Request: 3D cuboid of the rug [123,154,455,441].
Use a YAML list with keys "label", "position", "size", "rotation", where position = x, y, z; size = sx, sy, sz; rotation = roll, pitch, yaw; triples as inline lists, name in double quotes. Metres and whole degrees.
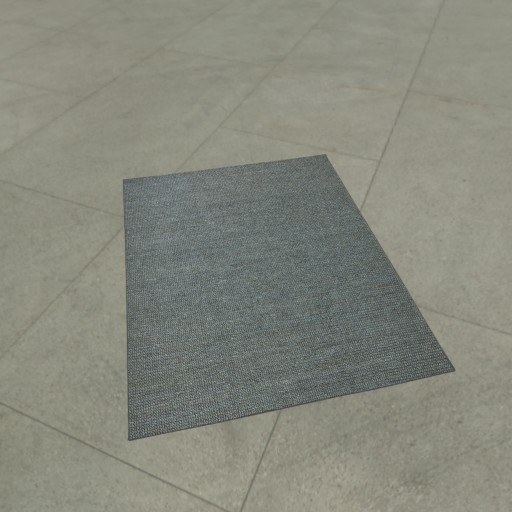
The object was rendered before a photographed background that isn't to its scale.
- label: "rug"
  position: [0.000, 0.000, 4.229]
  size: [2.456, 0.021, 3.068]
  rotation: [-9, 46, -9]
